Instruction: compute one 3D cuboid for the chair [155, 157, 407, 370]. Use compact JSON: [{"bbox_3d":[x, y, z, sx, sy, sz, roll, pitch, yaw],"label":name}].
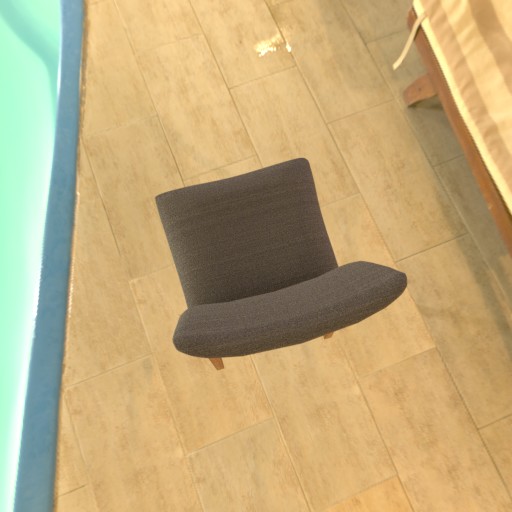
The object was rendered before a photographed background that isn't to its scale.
[{"bbox_3d":[0.000,0.000,1.276,0.496,0.940,0.585,-15,75,-4],"label":"chair"}]
